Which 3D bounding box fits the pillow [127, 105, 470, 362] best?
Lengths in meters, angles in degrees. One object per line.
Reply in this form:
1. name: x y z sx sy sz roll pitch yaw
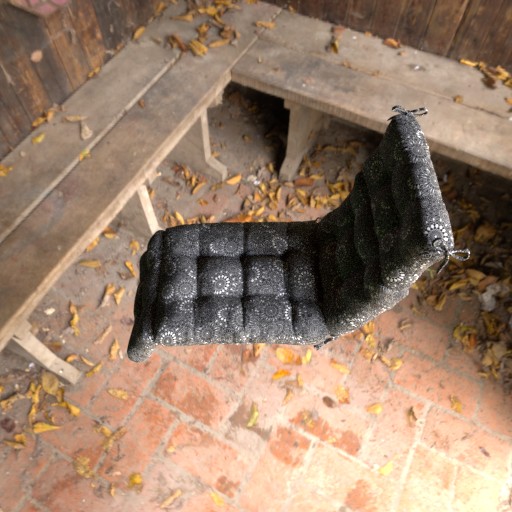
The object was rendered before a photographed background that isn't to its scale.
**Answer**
1. pillow: 0.000 0.000 1.514 1.016 0.863 0.526 -1 59 0
